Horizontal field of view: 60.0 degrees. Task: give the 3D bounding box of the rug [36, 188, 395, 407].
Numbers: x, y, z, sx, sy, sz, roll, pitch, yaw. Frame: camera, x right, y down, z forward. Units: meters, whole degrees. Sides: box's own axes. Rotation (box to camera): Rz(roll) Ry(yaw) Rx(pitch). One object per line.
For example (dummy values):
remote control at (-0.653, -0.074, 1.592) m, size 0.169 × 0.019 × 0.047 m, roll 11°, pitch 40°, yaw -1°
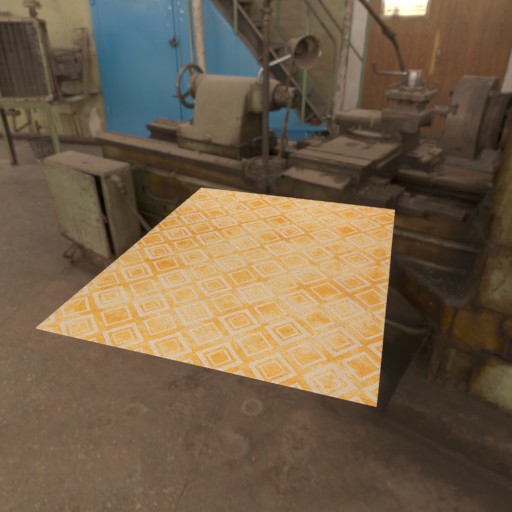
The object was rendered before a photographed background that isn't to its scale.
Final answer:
rug at (0.000, 0.000, 4.185) m, size 2.433 × 0.011 × 3.037 m, roll 9°, pitch 30°, yaw 15°
